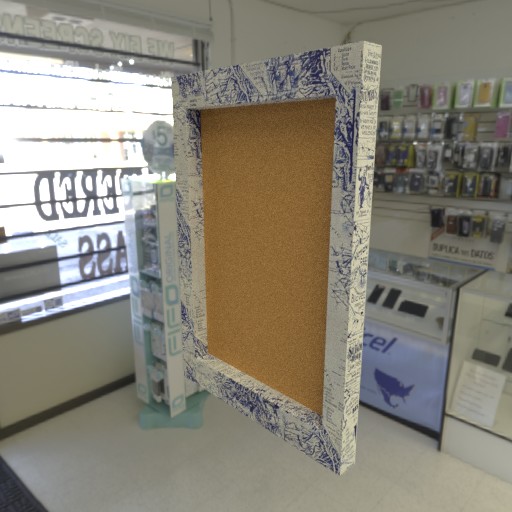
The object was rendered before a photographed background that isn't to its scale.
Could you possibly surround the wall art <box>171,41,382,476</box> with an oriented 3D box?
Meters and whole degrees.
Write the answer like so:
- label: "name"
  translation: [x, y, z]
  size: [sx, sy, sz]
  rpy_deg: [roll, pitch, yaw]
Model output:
- label: "wall art"
  translation: [0.000, 0.000, 0.747]
  size: [0.040, 0.601, 0.408]
  rpy_deg: [-13, 19, -42]
